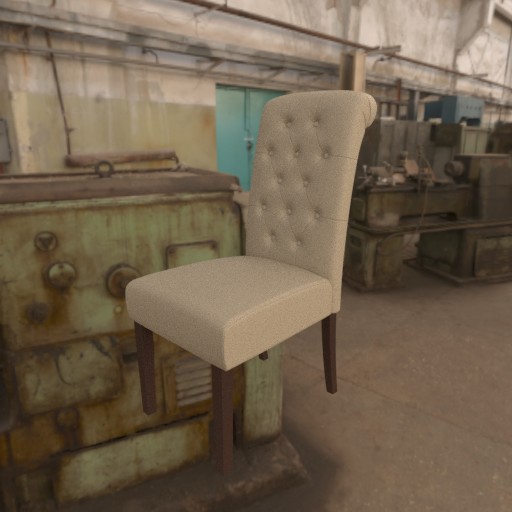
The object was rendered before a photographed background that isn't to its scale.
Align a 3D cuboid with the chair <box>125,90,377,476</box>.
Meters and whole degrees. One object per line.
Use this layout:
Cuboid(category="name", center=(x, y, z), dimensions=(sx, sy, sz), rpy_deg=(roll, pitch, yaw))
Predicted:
Cuboid(category="chair", center=(0.000, 0.000, 1.394), dimensions=(0.456, 1.006, 0.671), rpy_deg=(15, 21, 43))
